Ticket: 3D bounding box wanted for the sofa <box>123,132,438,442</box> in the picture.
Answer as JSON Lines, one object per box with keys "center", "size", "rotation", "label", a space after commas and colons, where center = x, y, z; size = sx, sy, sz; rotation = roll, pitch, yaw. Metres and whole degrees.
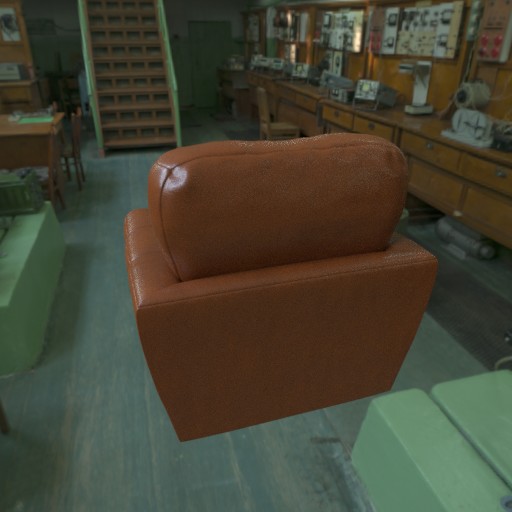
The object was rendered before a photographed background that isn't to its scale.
{"center": [0.000, 0.000, 1.487], "size": [0.836, 0.876, 0.789], "rotation": [-8, 28, -15], "label": "sofa"}
